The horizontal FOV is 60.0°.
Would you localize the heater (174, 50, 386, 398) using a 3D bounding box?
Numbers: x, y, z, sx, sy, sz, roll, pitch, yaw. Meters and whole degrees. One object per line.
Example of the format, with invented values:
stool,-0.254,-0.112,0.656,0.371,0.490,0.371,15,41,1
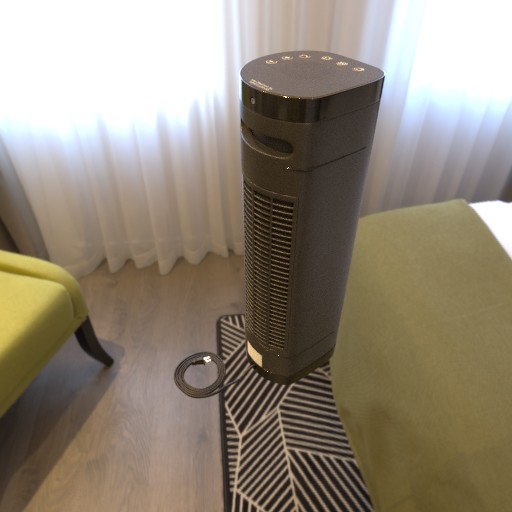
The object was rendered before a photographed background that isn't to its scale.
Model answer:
heater,0.000,0.000,0.708,0.312,0.552,0.174,-26,47,-27
